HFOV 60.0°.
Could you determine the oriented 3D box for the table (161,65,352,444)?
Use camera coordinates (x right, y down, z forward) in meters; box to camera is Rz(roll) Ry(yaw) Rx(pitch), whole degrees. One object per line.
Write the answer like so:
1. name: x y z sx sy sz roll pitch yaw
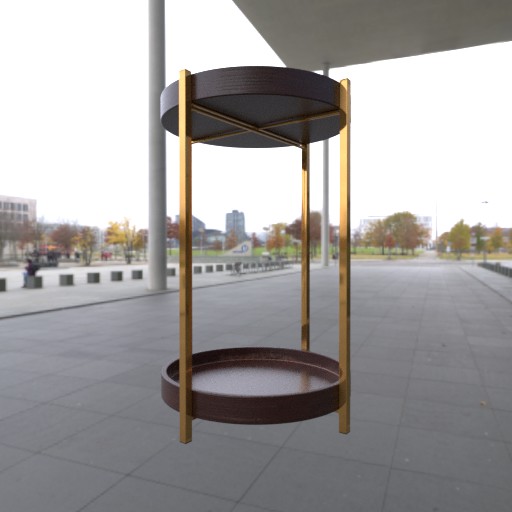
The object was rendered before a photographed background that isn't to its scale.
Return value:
1. table: 0.000 0.000 0.882 0.400 0.610 0.400 0 1 37
